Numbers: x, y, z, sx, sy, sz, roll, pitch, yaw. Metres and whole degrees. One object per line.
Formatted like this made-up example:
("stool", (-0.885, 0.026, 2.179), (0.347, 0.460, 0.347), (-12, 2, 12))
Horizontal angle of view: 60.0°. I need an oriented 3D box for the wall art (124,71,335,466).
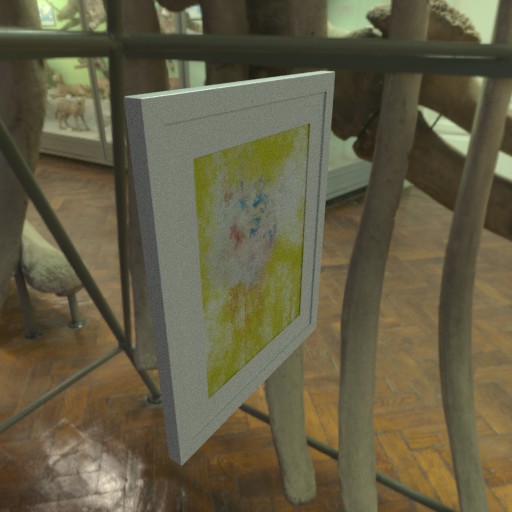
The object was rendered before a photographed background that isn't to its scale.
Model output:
("wall art", (0.000, 0.000, 0.754), (0.028, 0.556, 0.454), (17, 31, 31))
